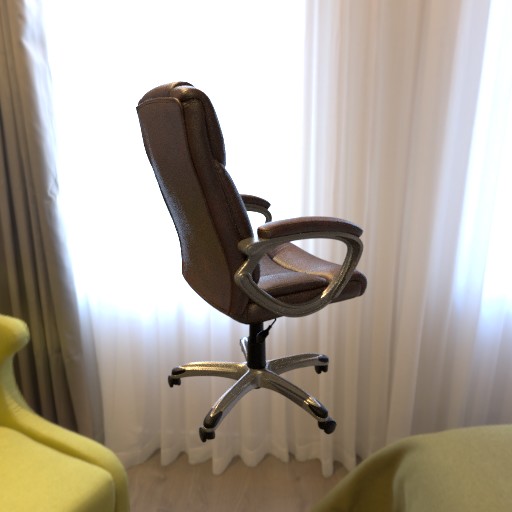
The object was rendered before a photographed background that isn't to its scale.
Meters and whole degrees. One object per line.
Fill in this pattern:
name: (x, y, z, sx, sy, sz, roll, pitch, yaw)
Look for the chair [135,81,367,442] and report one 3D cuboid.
chair: (0.000, 0.000, 1.583, 0.692, 1.128, 0.656, -8, 17, -26)
